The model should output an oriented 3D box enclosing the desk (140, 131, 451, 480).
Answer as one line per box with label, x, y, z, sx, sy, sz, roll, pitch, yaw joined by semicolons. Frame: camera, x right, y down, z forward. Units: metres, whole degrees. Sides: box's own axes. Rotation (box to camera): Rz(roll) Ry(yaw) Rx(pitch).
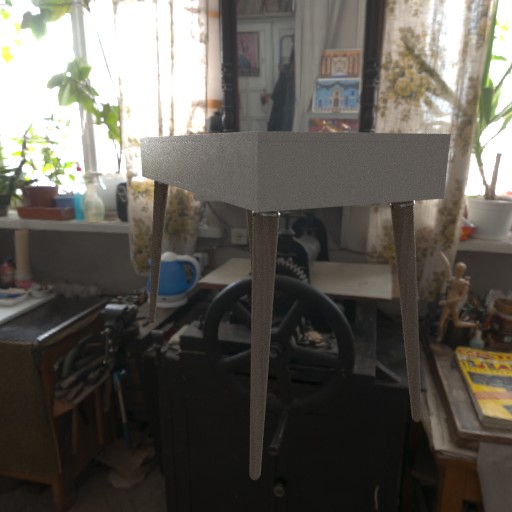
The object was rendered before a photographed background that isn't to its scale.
desk;0.000;0.000;1.383;0.491;0.723;0.979;-7;16;-25
